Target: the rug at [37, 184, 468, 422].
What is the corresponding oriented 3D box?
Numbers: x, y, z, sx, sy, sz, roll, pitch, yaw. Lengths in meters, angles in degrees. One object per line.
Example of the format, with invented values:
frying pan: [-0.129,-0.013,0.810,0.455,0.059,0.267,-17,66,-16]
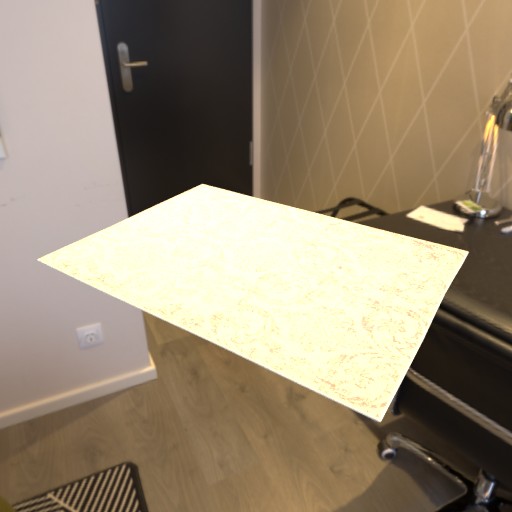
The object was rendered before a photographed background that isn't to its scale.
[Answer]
rug: [0.000,0.000,2.789,2.202,0.014,1.598,18,34,29]
